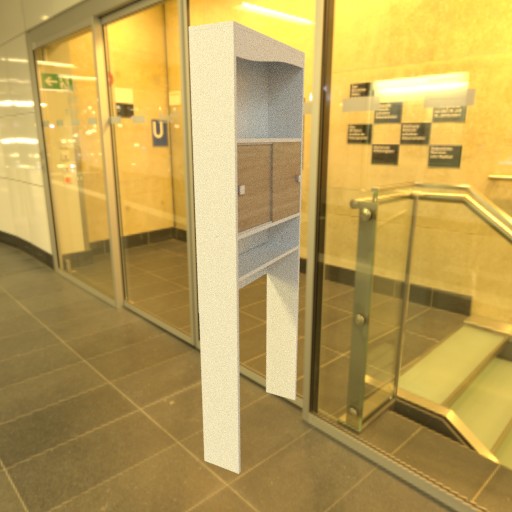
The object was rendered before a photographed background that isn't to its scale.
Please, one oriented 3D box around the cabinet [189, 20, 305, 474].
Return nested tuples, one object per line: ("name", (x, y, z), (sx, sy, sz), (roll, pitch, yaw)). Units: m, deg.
("cabinet", (0.000, 0.000, 1.994), (0.192, 1.770, 0.643), (8, 17, 26))
